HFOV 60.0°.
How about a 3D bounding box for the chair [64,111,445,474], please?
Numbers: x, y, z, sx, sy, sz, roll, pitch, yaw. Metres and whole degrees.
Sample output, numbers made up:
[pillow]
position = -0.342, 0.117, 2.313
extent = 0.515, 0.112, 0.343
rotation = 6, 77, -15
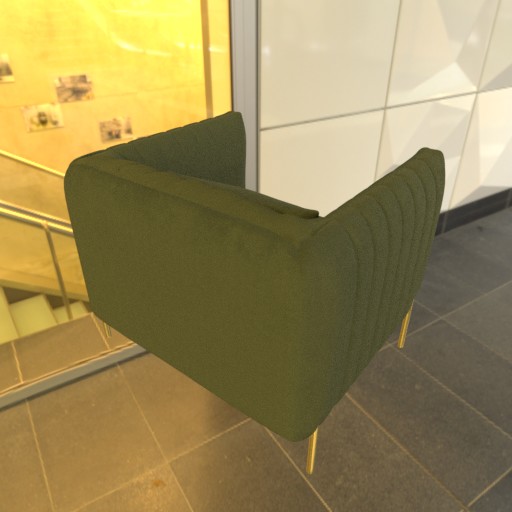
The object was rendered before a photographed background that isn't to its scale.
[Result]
[chair]
position = 0.000, 0.000, 1.623
extent = 1.032, 0.794, 0.877
rotation = 22, 37, 32
